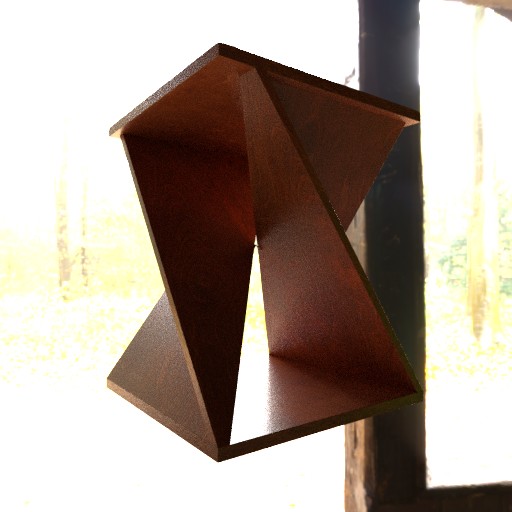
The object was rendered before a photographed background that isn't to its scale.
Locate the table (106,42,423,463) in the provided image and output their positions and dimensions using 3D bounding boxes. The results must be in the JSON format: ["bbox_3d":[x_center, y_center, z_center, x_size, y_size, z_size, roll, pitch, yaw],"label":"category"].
[{"bbox_3d":[0.000,0.000,0.843,0.427,0.520,0.427,1,-2,-36],"label":"table"}]
